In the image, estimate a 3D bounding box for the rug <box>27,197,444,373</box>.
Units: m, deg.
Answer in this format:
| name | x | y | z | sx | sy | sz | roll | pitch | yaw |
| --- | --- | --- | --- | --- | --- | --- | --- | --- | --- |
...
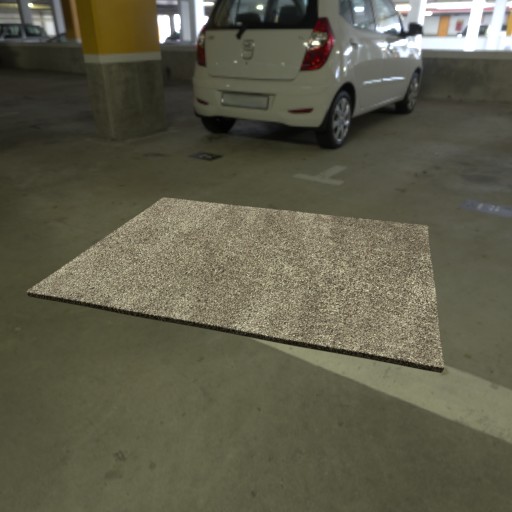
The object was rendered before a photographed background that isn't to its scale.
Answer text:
| name | x | y | z | sx | sy | sz | roll | pitch | yaw |
| --- | --- | --- | --- | --- | --- | --- | --- | --- | --- |
| rug | 0.000 | 0.000 | 2.116 | 1.601 | 0.025 | 1.198 | 8 | 28 | 15 |
